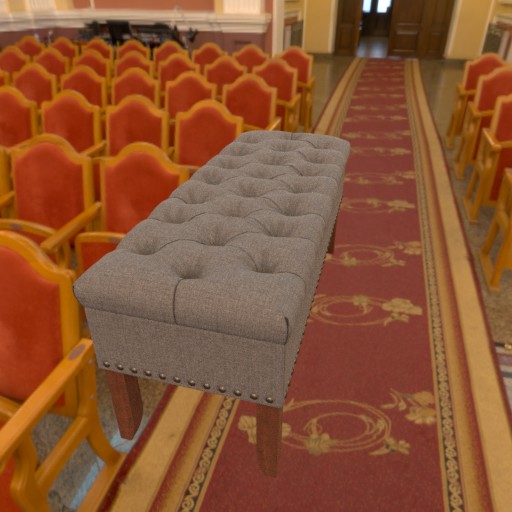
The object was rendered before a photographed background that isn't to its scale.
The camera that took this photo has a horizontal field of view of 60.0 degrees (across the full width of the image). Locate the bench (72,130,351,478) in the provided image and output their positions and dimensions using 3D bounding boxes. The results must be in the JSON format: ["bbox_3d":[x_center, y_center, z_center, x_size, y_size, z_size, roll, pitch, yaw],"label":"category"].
[{"bbox_3d":[0.000,0.000,1.293,0.417,0.470,1.052,8,32,13],"label":"bench"}]
